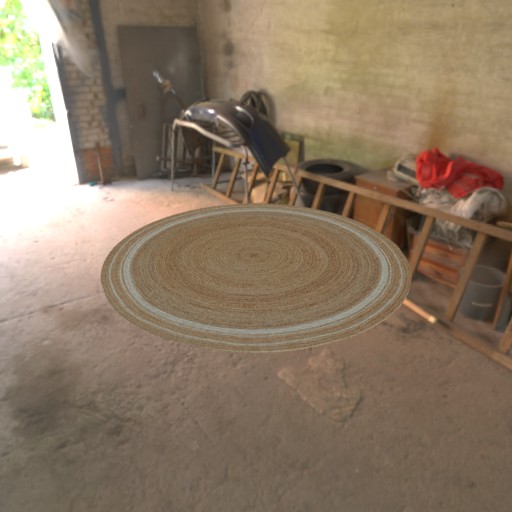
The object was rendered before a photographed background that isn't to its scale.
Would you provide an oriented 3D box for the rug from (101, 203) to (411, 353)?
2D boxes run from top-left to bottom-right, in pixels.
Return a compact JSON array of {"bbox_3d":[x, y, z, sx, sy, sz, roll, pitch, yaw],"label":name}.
[{"bbox_3d":[0.000,0.000,3.652,2.444,0.015,2.444,0,27,0],"label":"rug"}]
